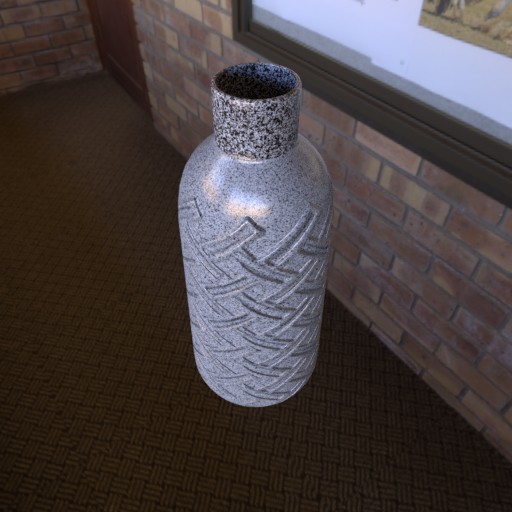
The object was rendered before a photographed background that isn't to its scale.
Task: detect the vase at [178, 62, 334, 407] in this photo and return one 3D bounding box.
[{"bbox_3d":[0.000,0.000,0.350,0.122,0.282,0.122,0,46,0],"label":"vase"}]
